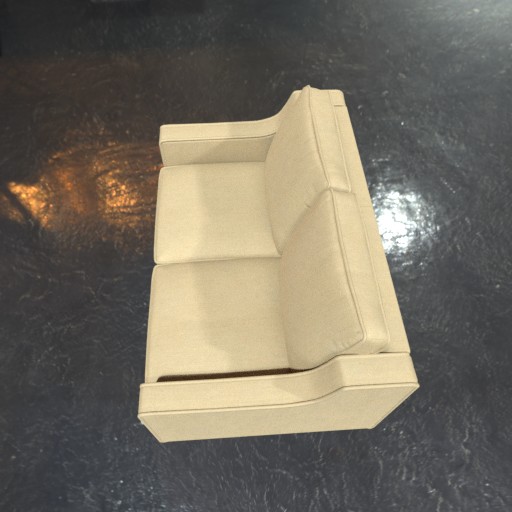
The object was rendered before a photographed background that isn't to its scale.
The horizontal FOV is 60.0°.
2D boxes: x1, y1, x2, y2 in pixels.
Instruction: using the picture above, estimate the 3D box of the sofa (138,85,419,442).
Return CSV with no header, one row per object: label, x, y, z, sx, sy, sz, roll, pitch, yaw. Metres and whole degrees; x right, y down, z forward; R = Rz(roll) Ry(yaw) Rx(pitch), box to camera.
sofa,0.000,0.000,2.110,0.987,0.971,1.501,-3,58,-2
